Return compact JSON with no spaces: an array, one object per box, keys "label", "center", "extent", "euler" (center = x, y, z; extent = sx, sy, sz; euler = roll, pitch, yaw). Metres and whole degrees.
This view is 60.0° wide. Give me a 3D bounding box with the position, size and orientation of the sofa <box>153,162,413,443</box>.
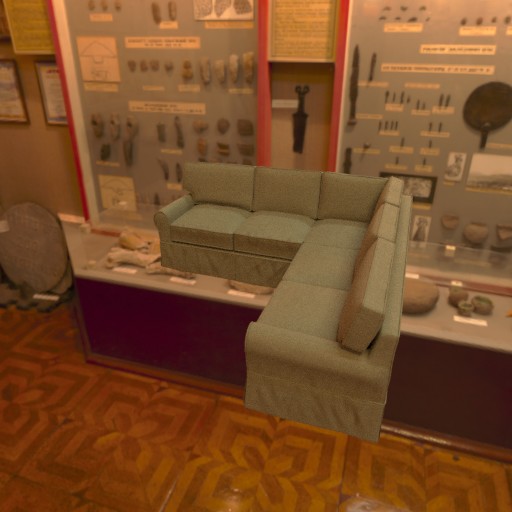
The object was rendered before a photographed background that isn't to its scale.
[{"label":"sofa","center":[0.000,0.000,4.109],"extent":[2.618,1.081,2.623],"euler":[9,29,17]}]
